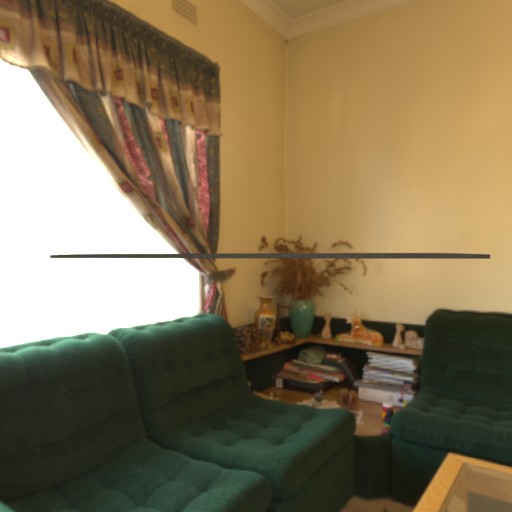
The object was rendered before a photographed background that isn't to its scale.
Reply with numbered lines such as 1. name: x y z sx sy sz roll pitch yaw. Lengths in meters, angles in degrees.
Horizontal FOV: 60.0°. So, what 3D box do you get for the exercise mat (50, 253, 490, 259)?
1. exercise mat: 0.000 0.000 2.051 1.869 0.021 0.616 0 0 18
